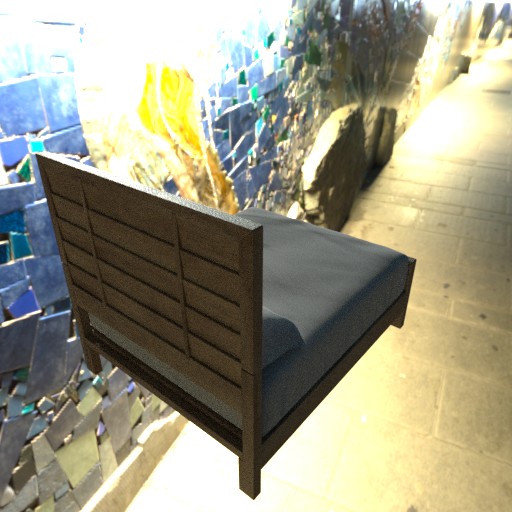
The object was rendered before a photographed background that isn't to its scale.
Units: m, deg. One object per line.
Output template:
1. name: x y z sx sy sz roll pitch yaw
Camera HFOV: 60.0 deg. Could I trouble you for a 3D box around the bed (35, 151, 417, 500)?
1. bed: 0.000 0.000 3.152 1.615 1.631 2.017 22 35 34
